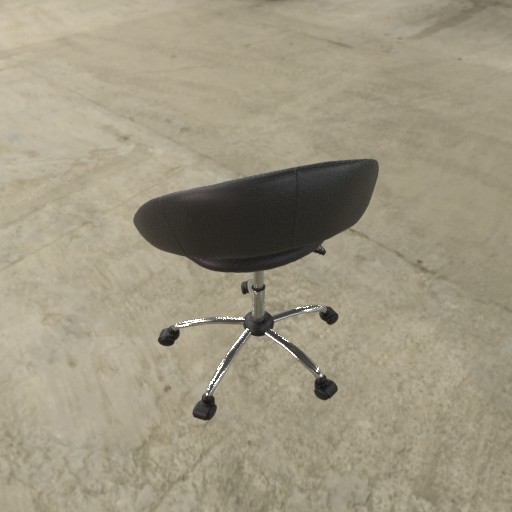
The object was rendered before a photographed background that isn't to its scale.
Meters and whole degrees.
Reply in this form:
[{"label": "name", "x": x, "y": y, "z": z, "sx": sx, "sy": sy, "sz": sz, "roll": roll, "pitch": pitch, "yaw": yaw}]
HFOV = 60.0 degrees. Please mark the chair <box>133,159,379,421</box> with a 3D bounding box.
[{"label": "chair", "x": 0.000, "y": 0.000, "z": 1.216, "sx": 0.612, "sy": 0.791, "sz": 0.538, "roll": -13, "pitch": 43, "yaw": -14}]
